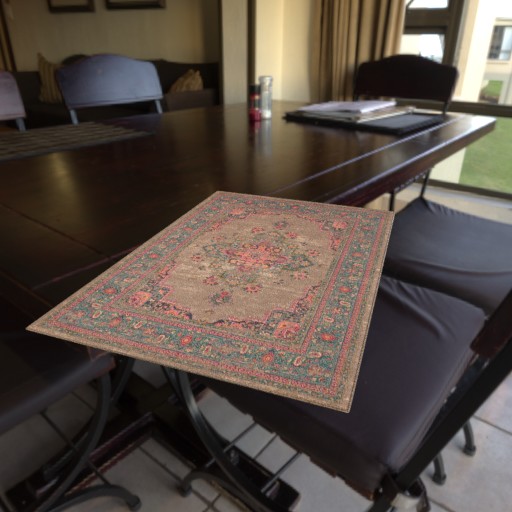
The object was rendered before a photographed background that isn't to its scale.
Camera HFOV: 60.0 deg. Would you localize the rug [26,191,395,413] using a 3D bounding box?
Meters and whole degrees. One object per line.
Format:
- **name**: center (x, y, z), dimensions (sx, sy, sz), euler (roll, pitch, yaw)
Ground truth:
- **rug**: center (0.000, 0.000, 3.659), dimensions (2.005, 0.013, 2.890), euler (9, 28, 18)
